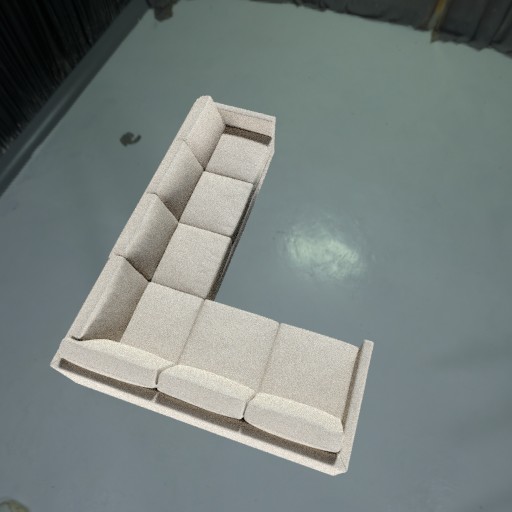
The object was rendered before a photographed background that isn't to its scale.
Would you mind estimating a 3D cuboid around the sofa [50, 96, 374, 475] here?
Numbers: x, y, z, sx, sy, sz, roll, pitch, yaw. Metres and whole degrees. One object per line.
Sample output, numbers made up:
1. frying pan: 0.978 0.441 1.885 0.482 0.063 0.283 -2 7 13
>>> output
1. sofa: 0.000 0.000 4.259 2.432 0.863 3.182 16 62 9
